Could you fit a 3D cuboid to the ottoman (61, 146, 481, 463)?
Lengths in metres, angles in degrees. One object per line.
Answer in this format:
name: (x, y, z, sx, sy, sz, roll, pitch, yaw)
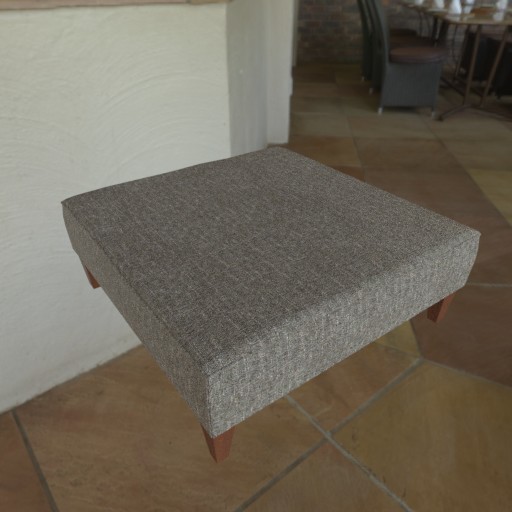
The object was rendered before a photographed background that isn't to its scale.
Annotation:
ottoman: (0.000, 0.000, 1.512, 0.981, 0.379, 1.016, -21, 38, -30)
